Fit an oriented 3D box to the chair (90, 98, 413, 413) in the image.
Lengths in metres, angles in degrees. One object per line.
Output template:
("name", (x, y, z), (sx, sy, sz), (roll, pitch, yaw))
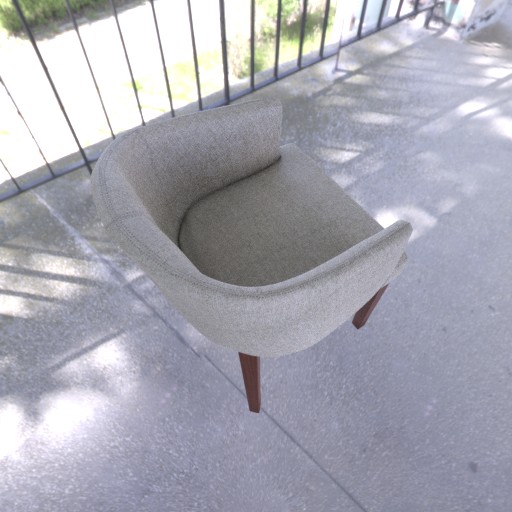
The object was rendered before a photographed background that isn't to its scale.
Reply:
("chair", (0.000, 0.000, 1.226), (0.655, 0.811, 0.583), (-30, 63, -17))
